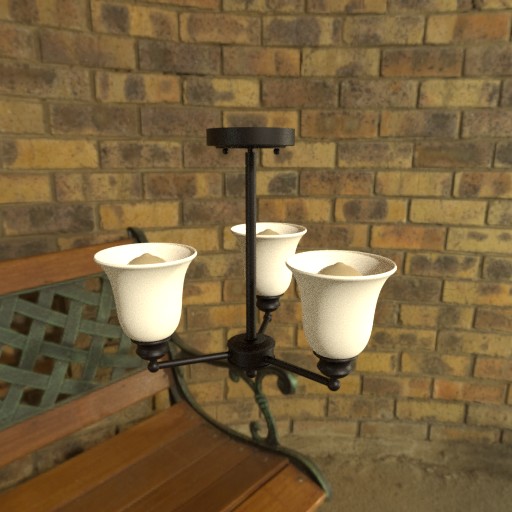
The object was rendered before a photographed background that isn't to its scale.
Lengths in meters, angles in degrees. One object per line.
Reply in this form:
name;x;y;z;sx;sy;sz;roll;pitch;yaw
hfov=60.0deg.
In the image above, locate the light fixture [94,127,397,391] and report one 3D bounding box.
light fixture;0.000;0.000;0.679;0.388;0.370;0.354;3;14;11
